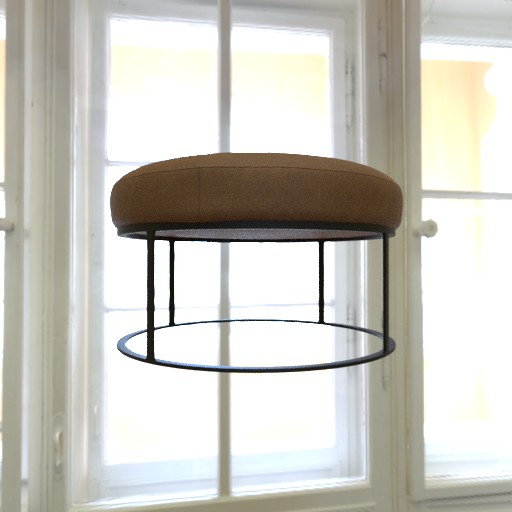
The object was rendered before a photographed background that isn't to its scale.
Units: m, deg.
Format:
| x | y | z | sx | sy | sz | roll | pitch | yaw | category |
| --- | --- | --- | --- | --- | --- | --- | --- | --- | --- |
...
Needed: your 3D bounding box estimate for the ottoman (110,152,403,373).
| x | y | z | sx | sy | sz | roll | pitch | yaw | category |
| --- | --- | --- | --- | --- | --- | --- | --- | --- | --- |
| 0.000 | 0.000 | 1.226 | 0.771 | 0.460 | 0.771 | 0 | 0 | 0 | ottoman |
